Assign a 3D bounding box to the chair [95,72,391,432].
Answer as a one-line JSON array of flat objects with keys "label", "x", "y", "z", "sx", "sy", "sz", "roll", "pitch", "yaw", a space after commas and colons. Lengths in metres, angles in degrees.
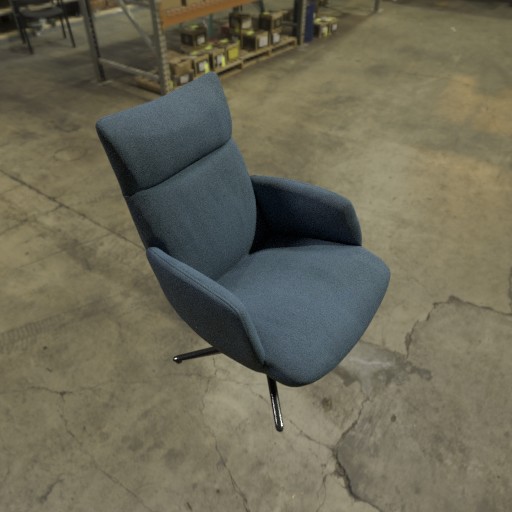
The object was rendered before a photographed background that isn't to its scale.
[{"label": "chair", "x": 0.000, "y": 0.000, "z": 1.601, "sx": 0.889, "sy": 1.016, "sz": 0.711, "roll": 25, "pitch": 47, "yaw": 26}]
